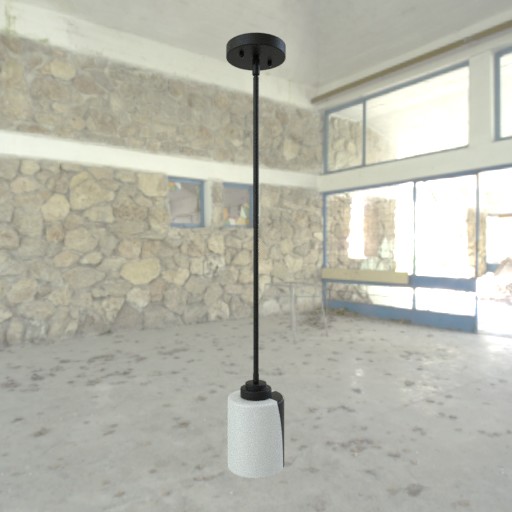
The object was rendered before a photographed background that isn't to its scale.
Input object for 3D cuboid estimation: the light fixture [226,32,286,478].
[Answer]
[{"bbox_3d":[0.000,0.000,0.917,0.123,0.863,0.123,0,0,-36],"label":"light fixture"}]
